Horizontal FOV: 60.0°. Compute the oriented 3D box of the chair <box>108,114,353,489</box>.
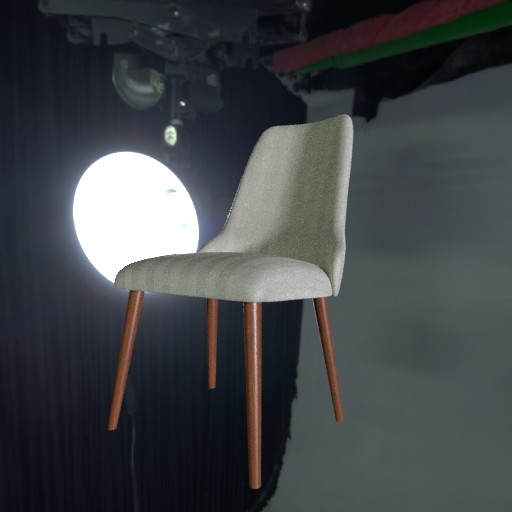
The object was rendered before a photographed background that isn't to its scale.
[{"bbox_3d":[0.000,0.000,1.302,0.526,0.917,0.684,2,3,36],"label":"chair"}]
